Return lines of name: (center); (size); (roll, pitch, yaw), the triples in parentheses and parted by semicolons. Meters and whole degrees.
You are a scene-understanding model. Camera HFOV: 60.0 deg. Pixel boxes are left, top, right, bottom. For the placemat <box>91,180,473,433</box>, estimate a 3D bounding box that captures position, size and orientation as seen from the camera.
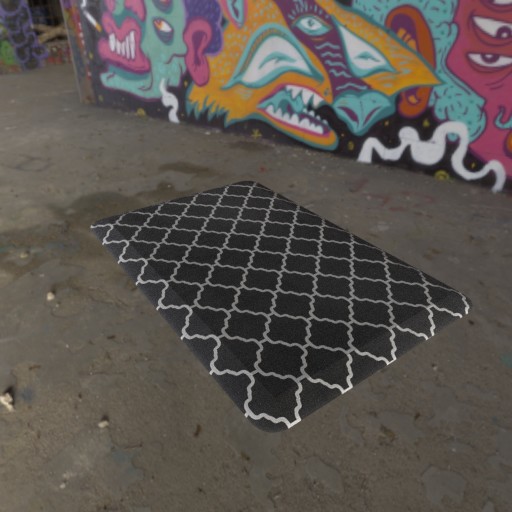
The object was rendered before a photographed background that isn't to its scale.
placemat: (0.000, 0.000, 0.976); (0.508, 0.021, 0.762); (-21, 38, -30)
